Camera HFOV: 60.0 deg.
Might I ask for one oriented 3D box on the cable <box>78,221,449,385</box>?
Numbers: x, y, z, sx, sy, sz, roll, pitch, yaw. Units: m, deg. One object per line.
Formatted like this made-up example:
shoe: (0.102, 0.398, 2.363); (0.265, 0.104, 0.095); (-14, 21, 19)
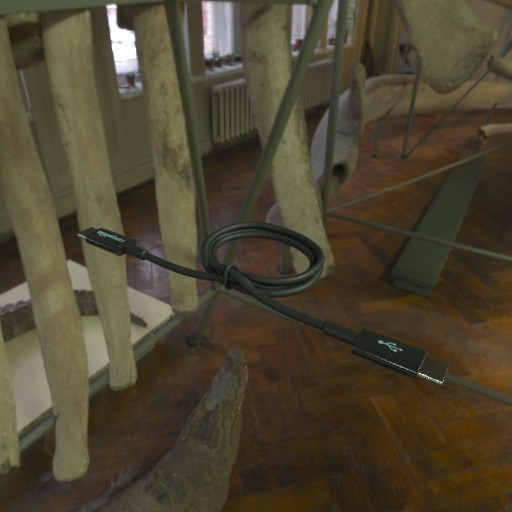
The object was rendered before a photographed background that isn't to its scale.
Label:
cable: (0.000, 0.000, 0.229); (0.203, 0.014, 0.070); (19, 36, 28)
